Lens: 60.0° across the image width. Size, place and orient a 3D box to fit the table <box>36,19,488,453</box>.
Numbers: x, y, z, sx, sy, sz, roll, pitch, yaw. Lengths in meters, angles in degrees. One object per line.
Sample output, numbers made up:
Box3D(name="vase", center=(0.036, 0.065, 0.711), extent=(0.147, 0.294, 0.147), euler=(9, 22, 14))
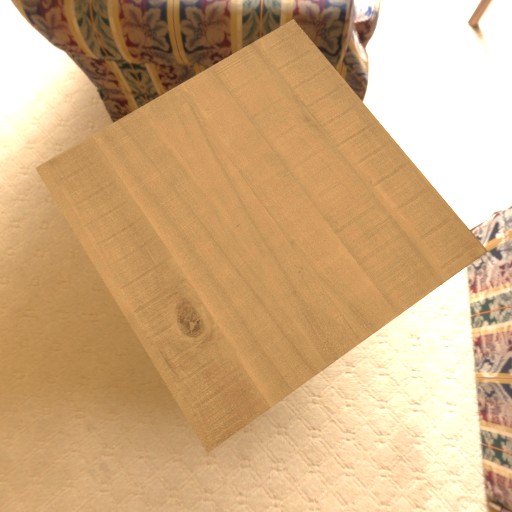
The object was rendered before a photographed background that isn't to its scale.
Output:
Box3D(name="table", center=(0.000, 0.000, 0.971), extent=(0.503, 0.589, 0.507), euler=(-33, 78, -8))
